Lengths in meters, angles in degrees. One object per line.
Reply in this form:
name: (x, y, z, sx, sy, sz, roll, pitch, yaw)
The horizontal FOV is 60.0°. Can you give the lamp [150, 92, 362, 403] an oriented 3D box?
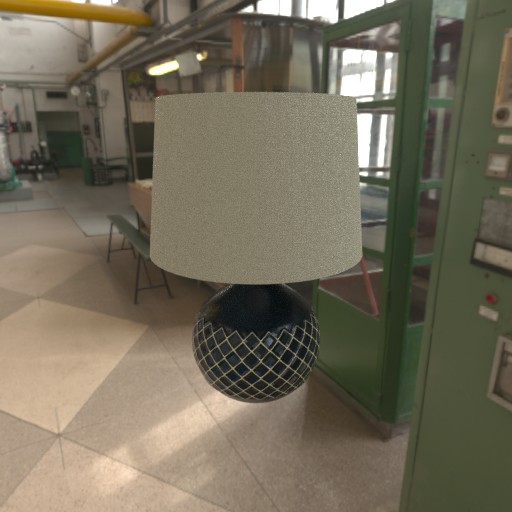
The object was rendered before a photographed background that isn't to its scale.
lamp: (0.000, 0.000, 0.808, 0.376, 0.540, 0.376, 0, 17, 0)
